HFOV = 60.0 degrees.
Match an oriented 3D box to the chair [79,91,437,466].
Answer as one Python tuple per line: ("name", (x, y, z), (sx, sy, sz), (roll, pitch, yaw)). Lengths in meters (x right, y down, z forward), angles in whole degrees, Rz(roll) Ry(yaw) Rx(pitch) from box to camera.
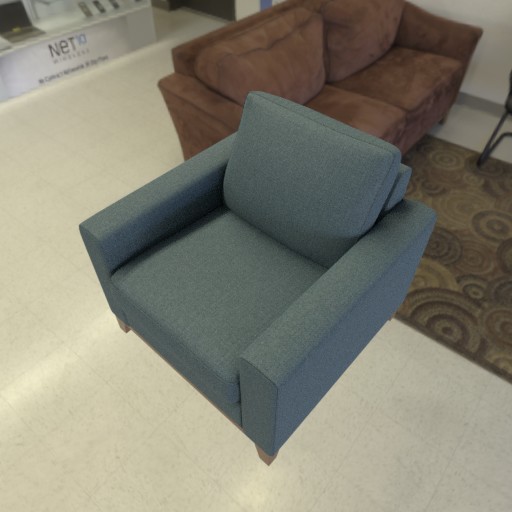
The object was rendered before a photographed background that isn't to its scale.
("chair", (0.000, 0.000, 1.862), (1.024, 1.010, 1.038), (33, 55, 27))
